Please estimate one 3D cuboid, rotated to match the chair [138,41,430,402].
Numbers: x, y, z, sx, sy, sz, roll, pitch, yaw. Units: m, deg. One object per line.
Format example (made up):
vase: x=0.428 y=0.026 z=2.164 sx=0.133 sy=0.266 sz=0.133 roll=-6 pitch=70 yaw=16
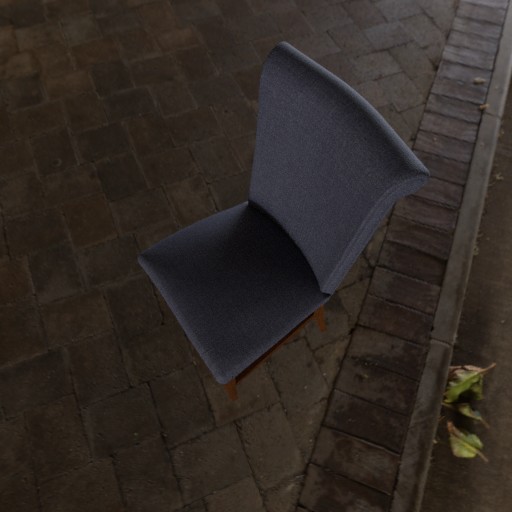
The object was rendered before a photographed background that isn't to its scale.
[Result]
chair: x=0.000 y=0.000 z=1.376 sx=0.608 sy=0.988 sz=0.513 roll=-32 pitch=68 yaw=-15
